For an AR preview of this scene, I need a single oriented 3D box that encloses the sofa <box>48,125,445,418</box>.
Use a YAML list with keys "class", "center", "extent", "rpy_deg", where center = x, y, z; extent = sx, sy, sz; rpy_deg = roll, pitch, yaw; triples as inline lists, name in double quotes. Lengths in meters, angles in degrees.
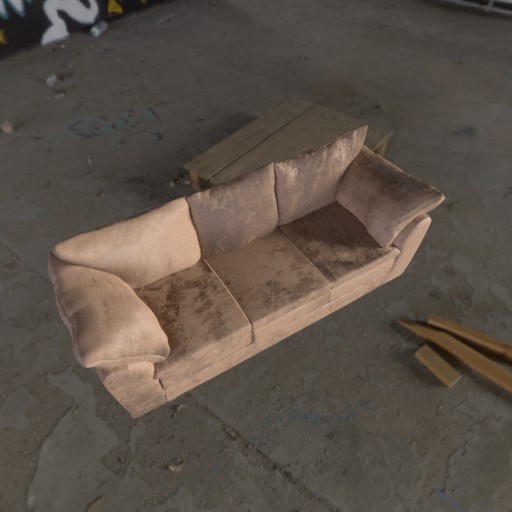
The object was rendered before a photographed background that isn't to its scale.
- class: "sofa"
  center: [0.000, 0.000, 2.866]
  extent: [2.377, 0.981, 0.893]
  rpy_deg: [-24, 50, -22]
